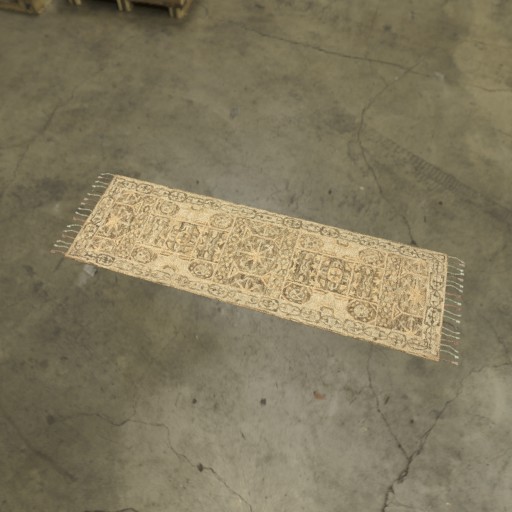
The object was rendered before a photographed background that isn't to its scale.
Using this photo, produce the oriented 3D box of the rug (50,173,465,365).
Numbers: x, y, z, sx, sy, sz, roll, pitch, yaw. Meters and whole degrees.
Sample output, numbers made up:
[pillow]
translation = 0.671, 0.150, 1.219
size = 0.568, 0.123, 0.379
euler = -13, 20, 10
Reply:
[rug]
translation = 0.000, 0.000, 2.945
size = 2.664, 0.011, 0.762
euler = 15, 59, 9
